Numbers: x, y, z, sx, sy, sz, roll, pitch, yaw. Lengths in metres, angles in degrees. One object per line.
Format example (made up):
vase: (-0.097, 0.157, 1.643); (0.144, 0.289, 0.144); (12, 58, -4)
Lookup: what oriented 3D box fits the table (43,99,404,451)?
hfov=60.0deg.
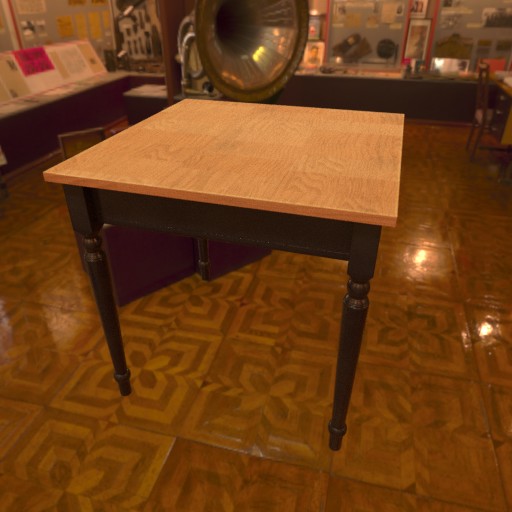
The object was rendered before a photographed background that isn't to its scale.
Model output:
table: (0.000, 0.000, 1.372); (0.747, 0.738, 0.747); (9, 33, 14)
